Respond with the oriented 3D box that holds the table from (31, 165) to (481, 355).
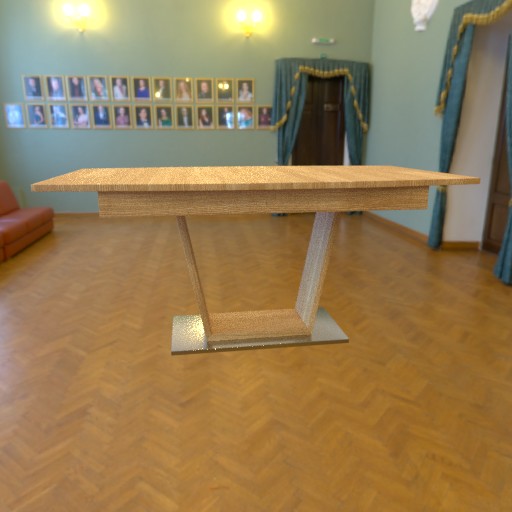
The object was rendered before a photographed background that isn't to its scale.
[{"bbox_3d":[0.000,0.000,2.019,1.598,0.748,0.900,-2,15,-9],"label":"table"}]
